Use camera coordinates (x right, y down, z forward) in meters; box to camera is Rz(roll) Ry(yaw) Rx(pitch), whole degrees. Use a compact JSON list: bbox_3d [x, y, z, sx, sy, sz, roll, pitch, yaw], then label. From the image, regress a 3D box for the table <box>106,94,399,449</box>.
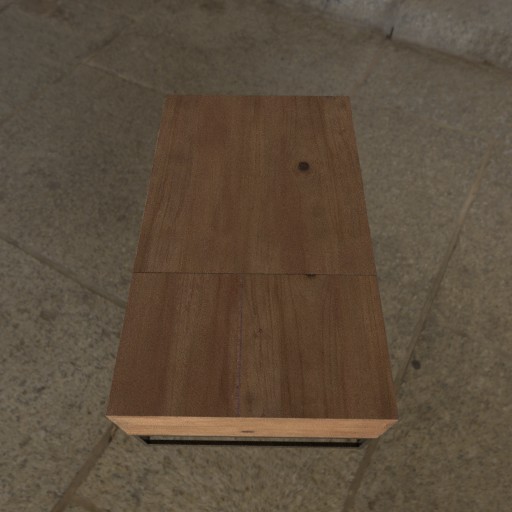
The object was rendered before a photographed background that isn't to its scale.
[{"bbox_3d":[0.000,0.000,1.441,0.655,0.395,1.101,1,57,0],"label":"table"}]
